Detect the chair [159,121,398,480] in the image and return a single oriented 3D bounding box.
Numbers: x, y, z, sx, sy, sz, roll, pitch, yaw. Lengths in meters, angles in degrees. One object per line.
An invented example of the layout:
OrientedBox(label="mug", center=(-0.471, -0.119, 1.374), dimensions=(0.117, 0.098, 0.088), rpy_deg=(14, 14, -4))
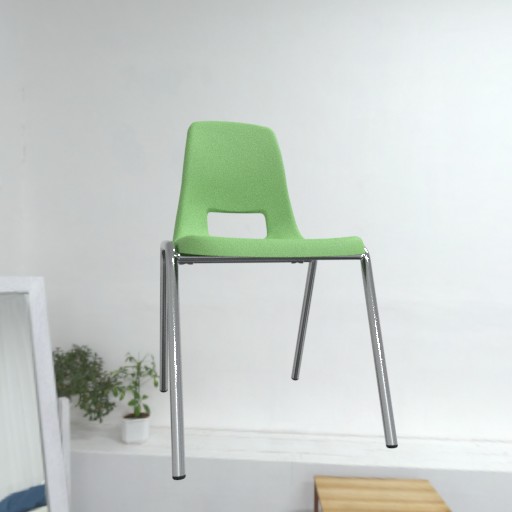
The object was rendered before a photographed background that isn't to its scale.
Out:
OrientedBox(label="chair", center=(0.000, 0.000, 0.900), dimensions=(0.381, 0.653, 0.436), rpy_deg=(0, 1, -17))
